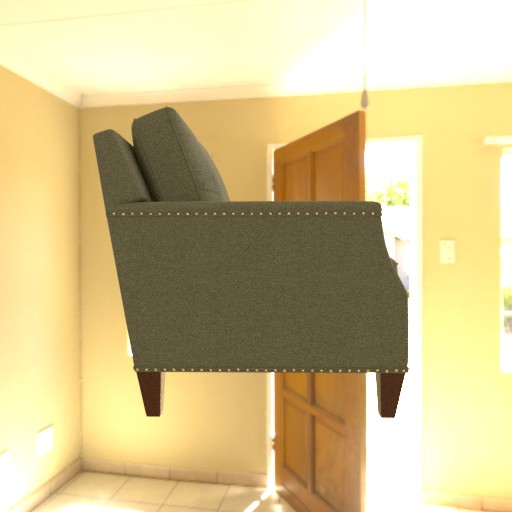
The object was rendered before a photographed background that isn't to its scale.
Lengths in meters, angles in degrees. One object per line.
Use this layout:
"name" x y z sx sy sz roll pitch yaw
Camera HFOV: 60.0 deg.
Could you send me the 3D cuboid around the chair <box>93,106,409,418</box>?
"chair" 0.000 0.000 1.825 1.031 1.031 0.885 0 0 1
